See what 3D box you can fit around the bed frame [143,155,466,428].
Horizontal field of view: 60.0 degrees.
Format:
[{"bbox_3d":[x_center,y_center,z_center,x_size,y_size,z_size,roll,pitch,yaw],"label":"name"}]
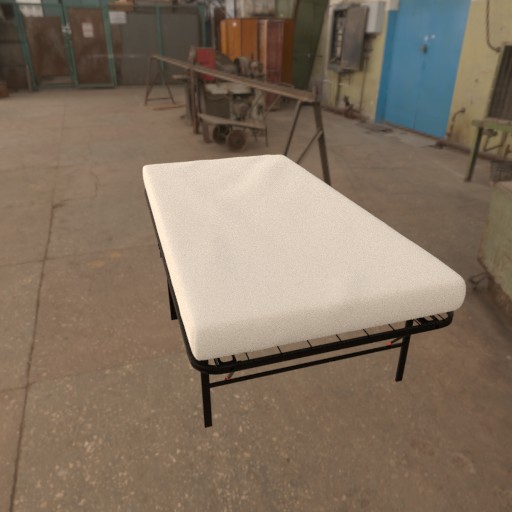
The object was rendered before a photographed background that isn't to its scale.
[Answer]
[{"bbox_3d":[0.000,0.000,2.330,0.989,0.619,1.903,-8,28,-15],"label":"bed frame"}]
